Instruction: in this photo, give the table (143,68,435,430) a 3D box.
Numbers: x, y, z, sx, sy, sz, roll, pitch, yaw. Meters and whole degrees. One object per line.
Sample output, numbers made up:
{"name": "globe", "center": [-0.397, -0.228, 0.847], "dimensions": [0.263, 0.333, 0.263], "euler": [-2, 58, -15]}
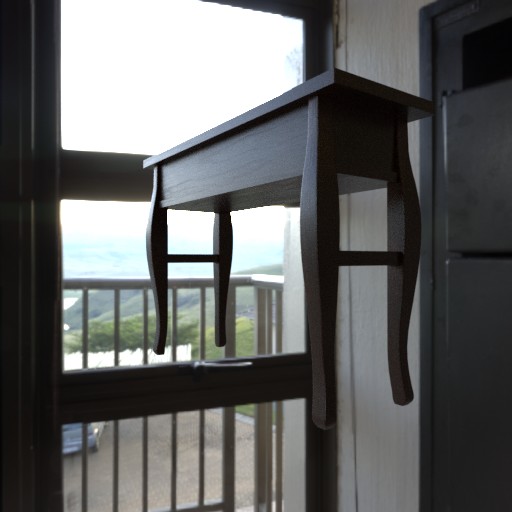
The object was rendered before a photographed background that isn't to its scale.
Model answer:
{"name": "table", "center": [0.000, 0.000, 1.444], "dimensions": [0.373, 0.768, 1.062], "euler": [0, 0, -35]}
